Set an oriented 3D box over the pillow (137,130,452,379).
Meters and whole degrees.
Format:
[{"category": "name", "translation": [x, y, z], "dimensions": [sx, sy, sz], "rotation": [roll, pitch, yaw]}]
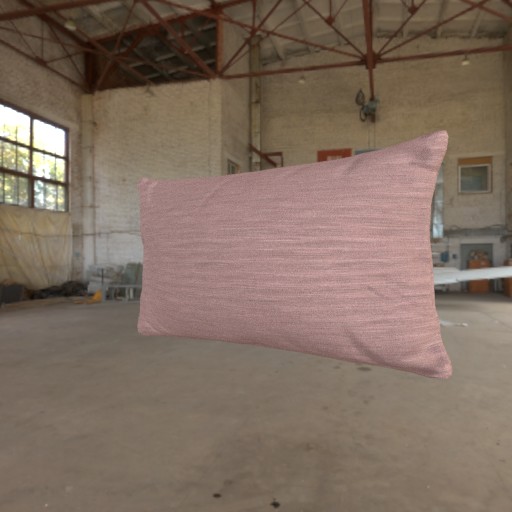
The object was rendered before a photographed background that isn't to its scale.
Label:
[{"category": "pillow", "translation": [0.000, 0.000, 0.773], "dimensions": [0.633, 0.338, 0.210], "rotation": [0, 0, 35]}]
